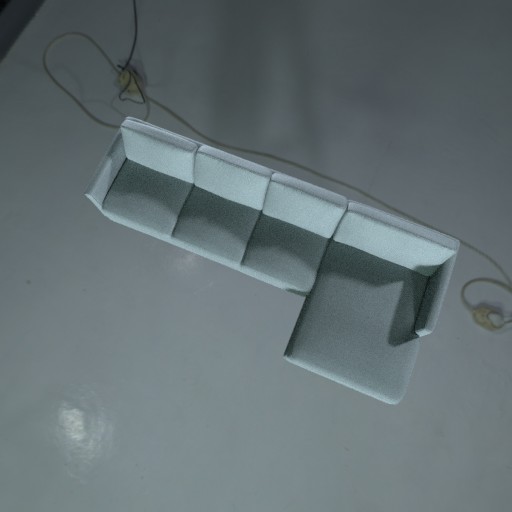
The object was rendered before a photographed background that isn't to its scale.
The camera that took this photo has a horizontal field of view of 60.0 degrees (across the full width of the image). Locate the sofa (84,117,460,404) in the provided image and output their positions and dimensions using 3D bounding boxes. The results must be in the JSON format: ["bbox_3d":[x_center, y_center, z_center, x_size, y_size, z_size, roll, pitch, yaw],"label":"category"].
[{"bbox_3d":[0.000,0.000,4.293,3.471,0.950,1.604,22,75,6],"label":"sofa"}]
